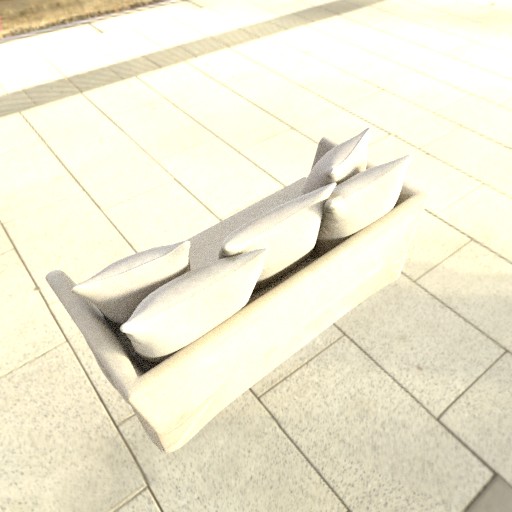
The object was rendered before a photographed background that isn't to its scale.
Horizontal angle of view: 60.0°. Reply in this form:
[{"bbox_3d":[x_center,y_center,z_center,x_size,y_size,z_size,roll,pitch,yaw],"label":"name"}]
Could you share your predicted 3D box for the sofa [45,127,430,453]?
[{"bbox_3d":[0.000,0.000,2.891,2.290,1.034,1.031,-31,54,-26],"label":"sofa"}]
